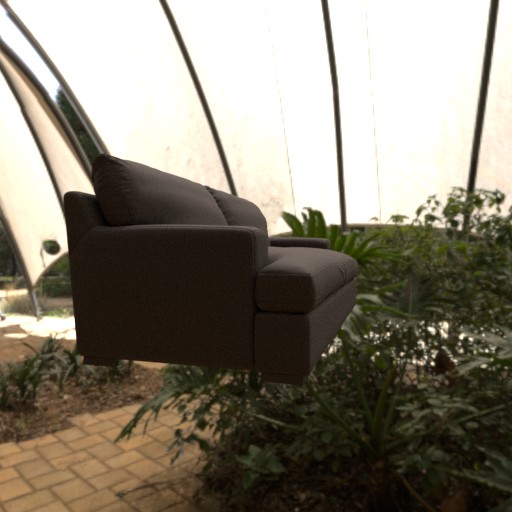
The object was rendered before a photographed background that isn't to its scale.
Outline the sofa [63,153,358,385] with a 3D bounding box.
[{"bbox_3d":[0.000,0.000,2.848,1.140,0.950,2.271,0,1,17],"label":"sofa"}]
